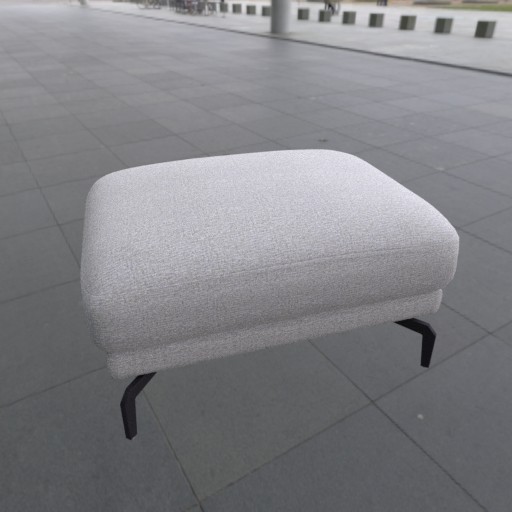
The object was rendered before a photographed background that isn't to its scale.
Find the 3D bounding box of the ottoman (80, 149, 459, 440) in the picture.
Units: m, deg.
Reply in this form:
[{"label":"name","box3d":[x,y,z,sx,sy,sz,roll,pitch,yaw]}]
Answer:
[{"label":"ottoman","box3d":[0.000,0.000,1.093,0.772,0.420,0.568,-9,32,-14]}]
